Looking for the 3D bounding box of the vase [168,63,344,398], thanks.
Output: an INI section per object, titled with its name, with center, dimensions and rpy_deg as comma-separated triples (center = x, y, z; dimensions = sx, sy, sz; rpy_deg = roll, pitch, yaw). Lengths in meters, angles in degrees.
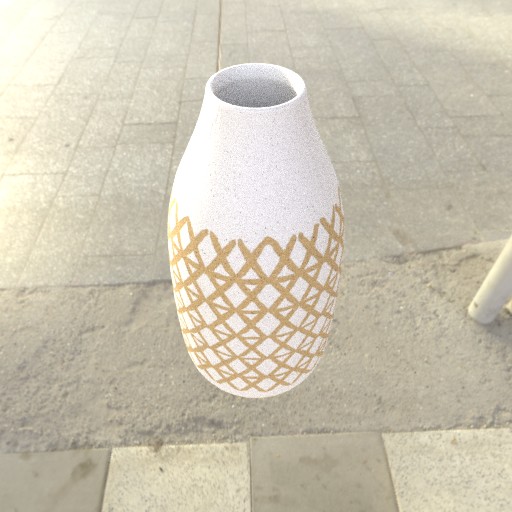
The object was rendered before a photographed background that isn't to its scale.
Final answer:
[vase]
center = 0.000, 0.000, 0.473
dimensions = 0.186, 0.380, 0.186
rpy_deg = 0, 47, 0
